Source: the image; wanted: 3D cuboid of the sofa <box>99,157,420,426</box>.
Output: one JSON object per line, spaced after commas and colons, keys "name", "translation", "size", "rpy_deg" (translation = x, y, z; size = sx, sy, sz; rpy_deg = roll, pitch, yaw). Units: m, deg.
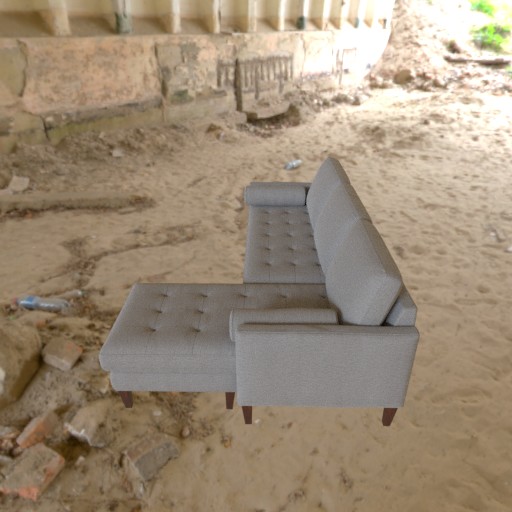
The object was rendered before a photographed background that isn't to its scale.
{"name": "sofa", "translation": [0.000, 0.000, 3.019], "size": [1.506, 0.875, 2.178], "rpy_deg": [0, 28, 1]}
